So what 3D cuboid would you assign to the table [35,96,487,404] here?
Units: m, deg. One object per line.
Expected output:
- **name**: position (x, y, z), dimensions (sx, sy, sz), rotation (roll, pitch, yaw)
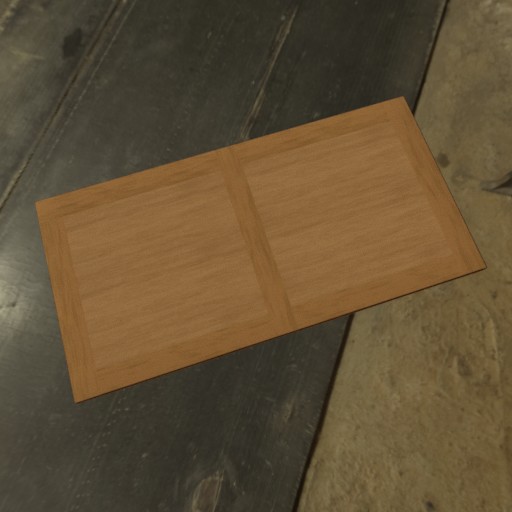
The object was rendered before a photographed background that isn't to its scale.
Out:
- **table**: position (0.000, 0.000, 2.508), dimensions (1.982, 0.762, 1.000), rotation (-17, 74, -5)
